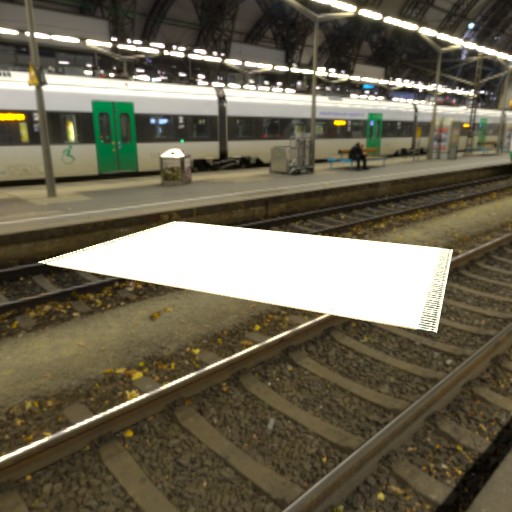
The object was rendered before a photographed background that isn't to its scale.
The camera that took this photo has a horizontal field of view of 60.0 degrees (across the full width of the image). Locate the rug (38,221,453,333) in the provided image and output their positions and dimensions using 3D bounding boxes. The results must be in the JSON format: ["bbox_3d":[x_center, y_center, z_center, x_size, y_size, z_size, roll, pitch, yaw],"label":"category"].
[{"bbox_3d":[0.000,0.000,3.061,2.438,0.010,1.524,7,17,24],"label":"rug"}]
